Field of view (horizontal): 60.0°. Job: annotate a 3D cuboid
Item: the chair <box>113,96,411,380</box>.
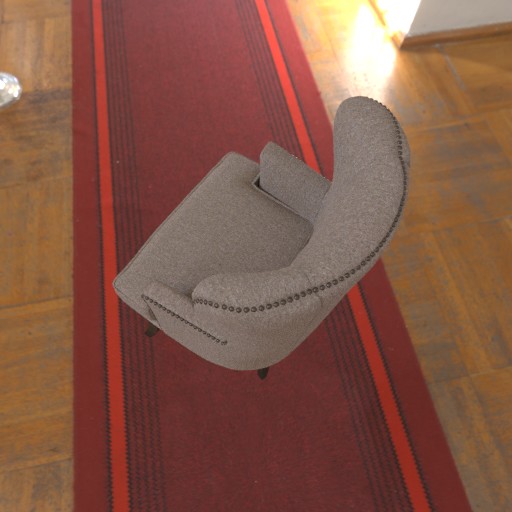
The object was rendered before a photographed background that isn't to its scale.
[{"bbox_3d":[0.000,0.000,1.567,0.758,1.060,0.759,31,67,15],"label":"chair"}]
